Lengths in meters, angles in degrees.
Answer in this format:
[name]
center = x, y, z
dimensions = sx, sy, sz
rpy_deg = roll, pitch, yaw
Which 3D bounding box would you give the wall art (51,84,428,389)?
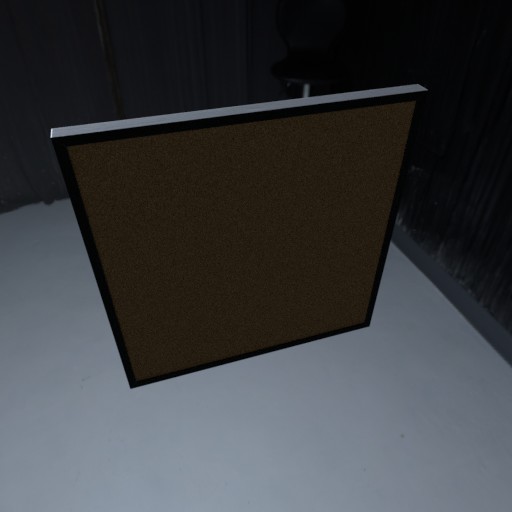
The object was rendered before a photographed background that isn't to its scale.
[wall art]
center = 0.000, 0.000, 1.116
dimensions = 0.761, 0.761, 0.037
rpy_deg = -12, 41, -14
